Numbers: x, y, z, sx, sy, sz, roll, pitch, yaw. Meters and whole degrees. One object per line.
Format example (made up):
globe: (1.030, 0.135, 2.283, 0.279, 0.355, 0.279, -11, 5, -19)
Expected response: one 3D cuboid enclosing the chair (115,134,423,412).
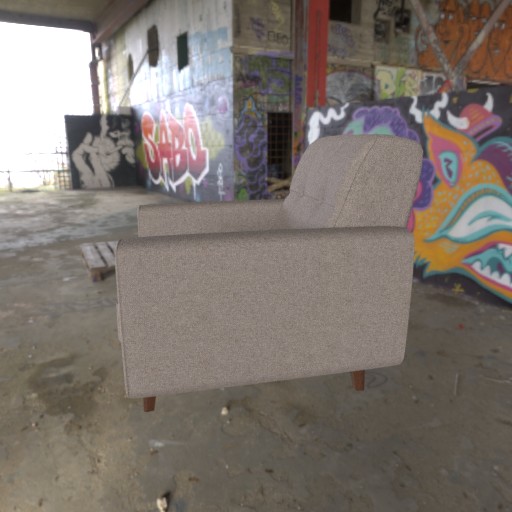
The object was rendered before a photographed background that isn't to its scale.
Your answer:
chair: (0.000, 0.000, 1.585, 0.907, 0.839, 0.831, -2, 14, -10)
